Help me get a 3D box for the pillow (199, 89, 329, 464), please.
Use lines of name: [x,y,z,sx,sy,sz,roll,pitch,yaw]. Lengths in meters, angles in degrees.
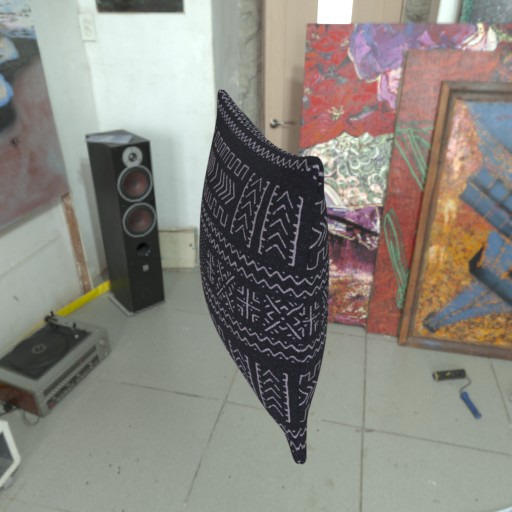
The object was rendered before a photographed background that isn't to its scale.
pillow: [0.000,0.000,0.682,0.164,0.430,0.438,-8,30,-14]
